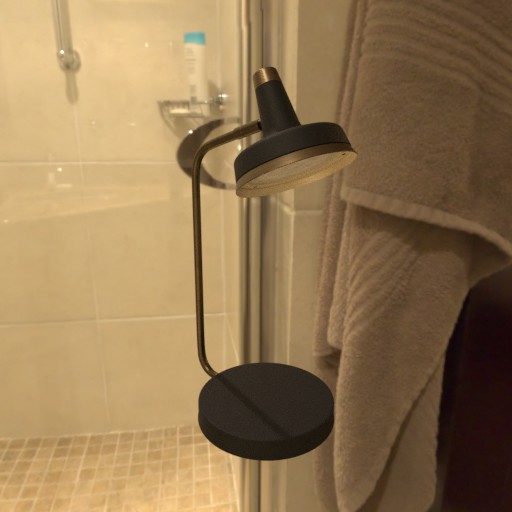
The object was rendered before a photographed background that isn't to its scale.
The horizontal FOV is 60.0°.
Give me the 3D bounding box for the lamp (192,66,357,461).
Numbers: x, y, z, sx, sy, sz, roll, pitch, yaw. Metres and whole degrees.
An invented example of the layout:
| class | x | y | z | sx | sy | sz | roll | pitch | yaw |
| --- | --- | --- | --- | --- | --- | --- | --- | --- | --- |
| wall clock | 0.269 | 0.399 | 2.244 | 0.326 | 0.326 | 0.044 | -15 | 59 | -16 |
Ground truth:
| class | x | y | z | sx | sy | sz | roll | pitch | yaw |
| --- | --- | --- | --- | --- | --- | --- | --- | --- | --- |
| lamp | 0.000 | 0.000 | 0.490 | 0.218 | 0.385 | 0.162 | 15 | 21 | 42 |
